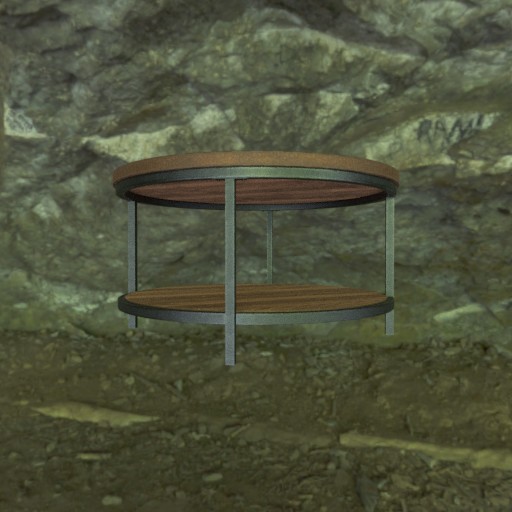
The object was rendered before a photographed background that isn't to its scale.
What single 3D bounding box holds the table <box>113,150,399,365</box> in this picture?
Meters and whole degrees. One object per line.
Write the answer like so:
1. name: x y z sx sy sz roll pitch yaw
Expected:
1. table: 0.000 0.000 1.364 0.837 0.462 0.837 0 1 0
